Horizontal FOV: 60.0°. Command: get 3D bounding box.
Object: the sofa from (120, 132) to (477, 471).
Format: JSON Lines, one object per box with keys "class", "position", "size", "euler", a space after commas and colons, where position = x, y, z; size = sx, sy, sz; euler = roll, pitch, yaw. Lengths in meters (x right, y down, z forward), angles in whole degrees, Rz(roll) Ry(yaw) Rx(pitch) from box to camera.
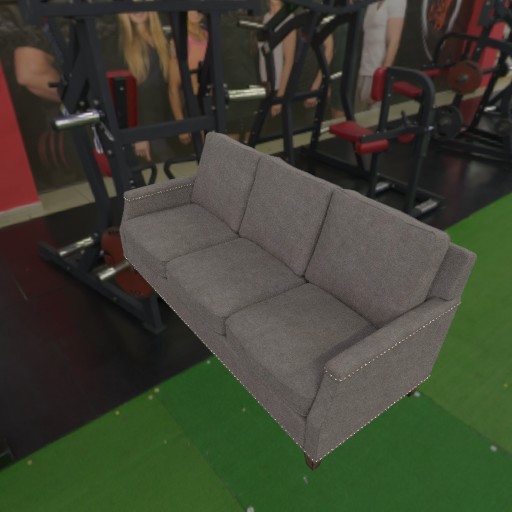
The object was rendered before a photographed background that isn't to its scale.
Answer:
{"class": "sofa", "position": [0.000, 0.000, 2.813], "size": [1.034, 1.042, 2.226], "euler": [-22, 38, -30]}
